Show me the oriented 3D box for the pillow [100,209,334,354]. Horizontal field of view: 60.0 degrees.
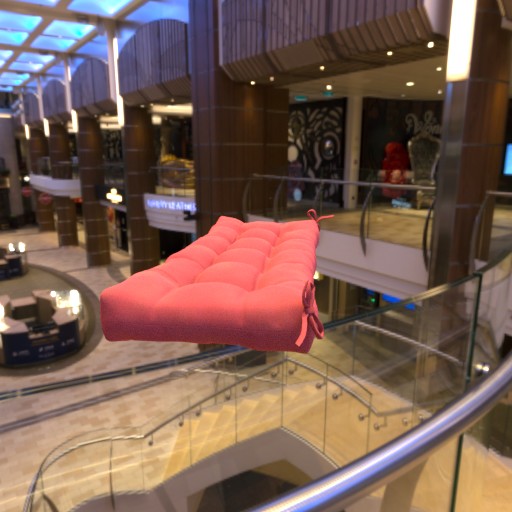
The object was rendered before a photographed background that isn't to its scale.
[{"bbox_3d":[0.000,0.000,1.397,0.511,0.174,1.194,2,13,8],"label":"pillow"}]
